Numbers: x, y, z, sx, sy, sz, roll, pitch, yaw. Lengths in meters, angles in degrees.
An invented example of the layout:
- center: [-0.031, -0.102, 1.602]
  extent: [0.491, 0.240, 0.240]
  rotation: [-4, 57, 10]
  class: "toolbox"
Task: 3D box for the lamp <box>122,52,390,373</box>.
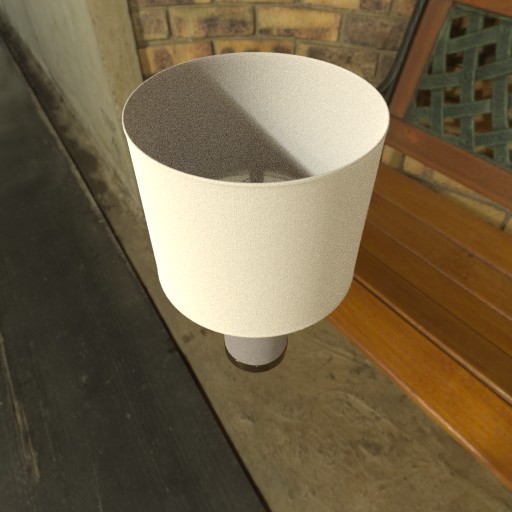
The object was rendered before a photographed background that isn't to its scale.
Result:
- center: [0.000, 0.000, 0.523]
  extent: [0.229, 0.380, 0.229]
  rotation: [0, 46, 0]
  class: "lamp"
